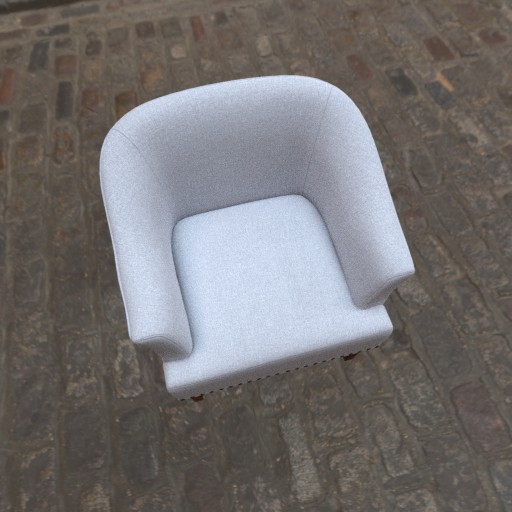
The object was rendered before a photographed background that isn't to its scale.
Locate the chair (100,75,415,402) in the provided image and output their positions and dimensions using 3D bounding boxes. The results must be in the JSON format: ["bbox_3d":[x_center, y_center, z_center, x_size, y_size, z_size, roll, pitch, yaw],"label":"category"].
[{"bbox_3d":[0.000,0.000,1.440,0.798,0.815,0.704,-13,63,-7],"label":"chair"}]
